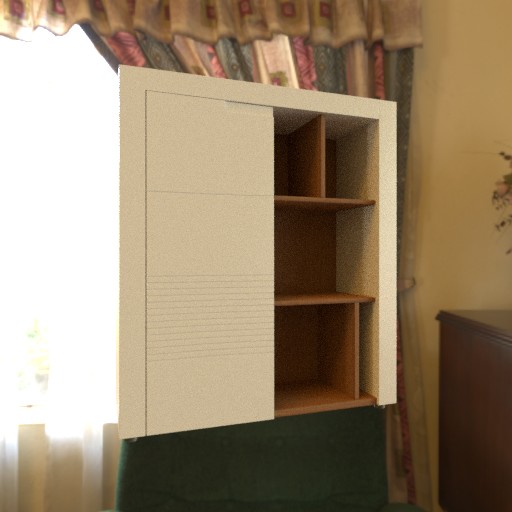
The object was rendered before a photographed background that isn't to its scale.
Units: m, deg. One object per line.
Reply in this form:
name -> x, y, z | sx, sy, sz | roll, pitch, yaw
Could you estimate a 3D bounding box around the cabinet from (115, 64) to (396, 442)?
cabinet -> 0.000, 0.000, 1.655 | 0.990, 1.150, 0.348 | 0, 0, -19
